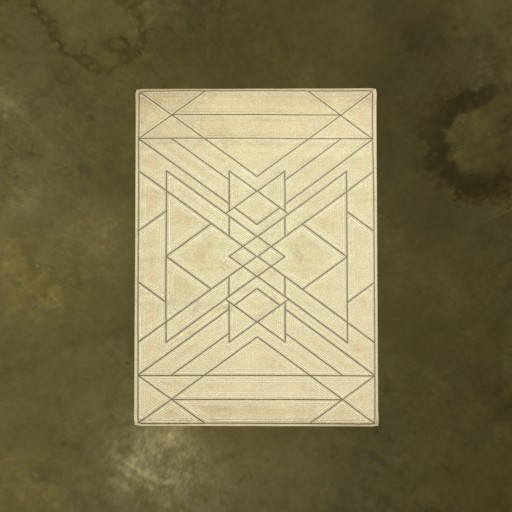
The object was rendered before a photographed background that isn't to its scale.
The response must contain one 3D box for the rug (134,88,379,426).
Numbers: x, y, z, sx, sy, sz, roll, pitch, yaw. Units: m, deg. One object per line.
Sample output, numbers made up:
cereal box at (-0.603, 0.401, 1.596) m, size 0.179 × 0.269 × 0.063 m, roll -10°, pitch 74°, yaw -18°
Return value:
rug at (0.000, 0.000, 4.443) m, size 2.436 × 0.026 × 3.381 m, roll 0°, pitch 89°, yaw 0°
